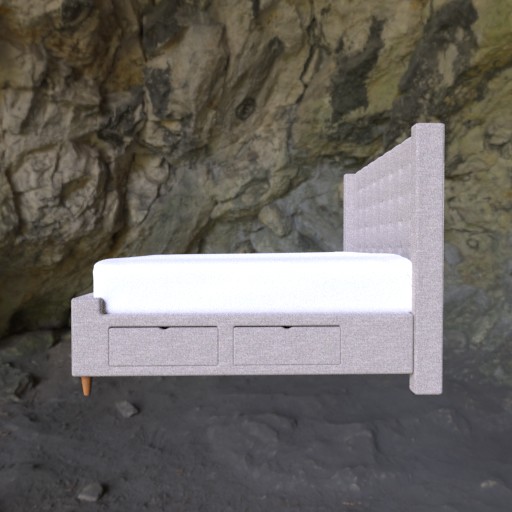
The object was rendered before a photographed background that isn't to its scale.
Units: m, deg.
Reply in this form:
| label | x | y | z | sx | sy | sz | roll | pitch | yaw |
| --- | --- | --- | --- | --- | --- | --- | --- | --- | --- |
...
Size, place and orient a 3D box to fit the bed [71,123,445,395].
| label | x | y | z | sx | sy | sz | roll | pitch | yaw |
| --- | --- | --- | --- | --- | --- | --- | --- | --- | --- |
| bed | 0.000 | 0.000 | 3.810 | 2.372 | 1.748 | 2.044 | 0 | 1 | -2 |
